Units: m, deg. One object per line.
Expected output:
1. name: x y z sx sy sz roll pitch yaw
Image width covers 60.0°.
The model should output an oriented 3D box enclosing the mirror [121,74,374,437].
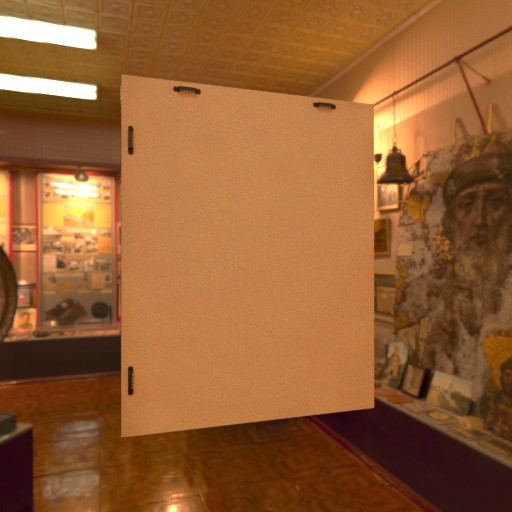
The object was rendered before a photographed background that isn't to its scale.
1. mirror: 0.000 0.000 0.696 0.406 0.509 0.041 0 0 -18
